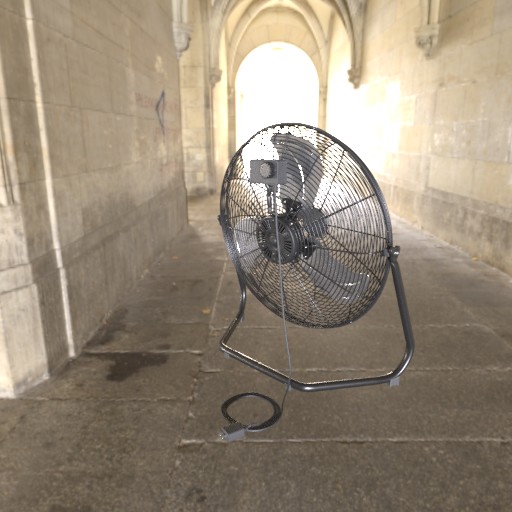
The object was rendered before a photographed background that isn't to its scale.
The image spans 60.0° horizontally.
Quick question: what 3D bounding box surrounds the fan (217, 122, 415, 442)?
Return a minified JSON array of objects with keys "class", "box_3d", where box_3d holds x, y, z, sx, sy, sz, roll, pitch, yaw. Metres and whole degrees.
[{"class":"fan","box_3d":[0.000,0.000,1.034,0.470,0.605,0.595,-14,21,-43]}]
